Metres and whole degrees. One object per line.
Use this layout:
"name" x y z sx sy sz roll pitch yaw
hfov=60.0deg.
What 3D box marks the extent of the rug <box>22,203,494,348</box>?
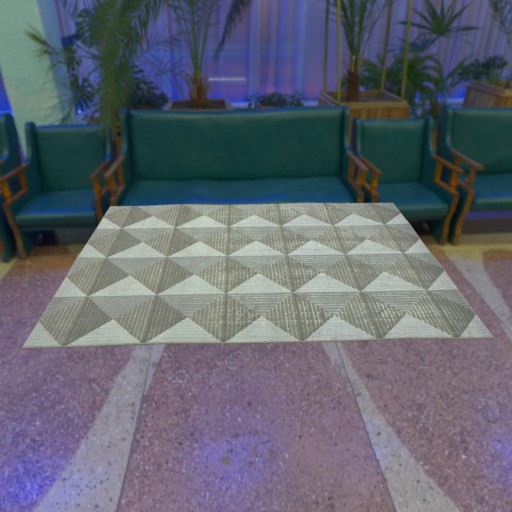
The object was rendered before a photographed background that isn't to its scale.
"rug" 0.000 0.000 4.172 3.333 0.027 2.428 -1 30 -2
